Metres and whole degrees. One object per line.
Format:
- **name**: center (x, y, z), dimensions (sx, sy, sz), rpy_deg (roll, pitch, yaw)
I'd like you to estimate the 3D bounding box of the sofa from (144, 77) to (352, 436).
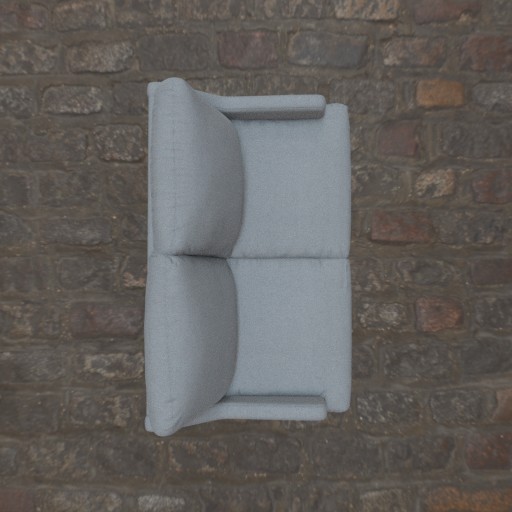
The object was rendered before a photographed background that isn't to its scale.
- **sofa**: center (0.000, 0.000, 2.206), dimensions (0.987, 0.921, 1.589), rpy_deg (0, 88, 0)
